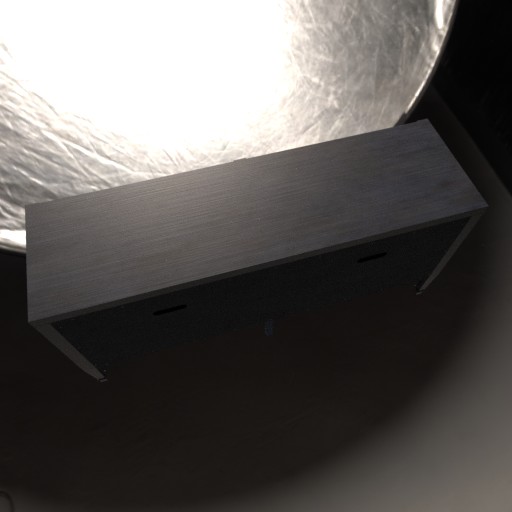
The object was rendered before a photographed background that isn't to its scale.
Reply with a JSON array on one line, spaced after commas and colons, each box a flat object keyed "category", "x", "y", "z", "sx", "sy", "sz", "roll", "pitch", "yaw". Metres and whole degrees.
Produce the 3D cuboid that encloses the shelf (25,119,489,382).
[{"category": "shelf", "x": 0.000, "y": 0.000, "z": 1.880, "sx": 1.575, "sy": 0.719, "sz": 0.479, "roll": -14, "pitch": 60, "yaw": -8}]
